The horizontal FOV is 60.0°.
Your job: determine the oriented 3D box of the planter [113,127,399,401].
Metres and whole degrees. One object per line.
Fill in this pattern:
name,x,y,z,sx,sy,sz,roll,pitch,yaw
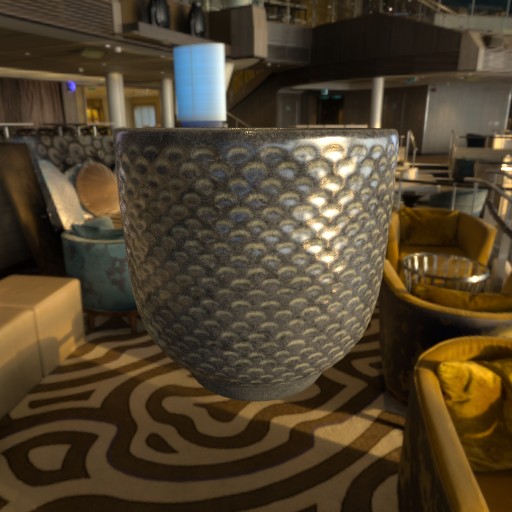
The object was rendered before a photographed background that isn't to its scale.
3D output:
planter,0.000,0.000,0.344,0.197,0.191,0.197,0,16,0
